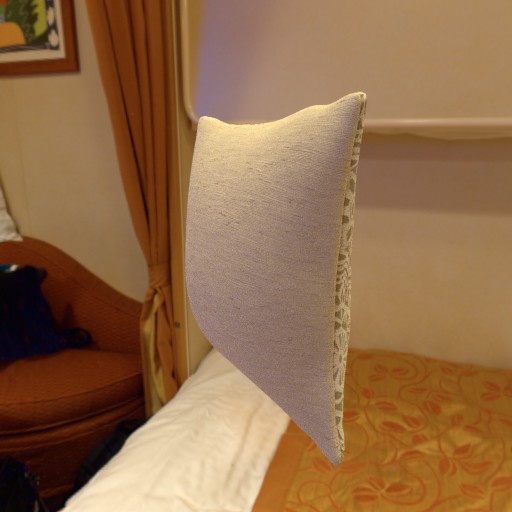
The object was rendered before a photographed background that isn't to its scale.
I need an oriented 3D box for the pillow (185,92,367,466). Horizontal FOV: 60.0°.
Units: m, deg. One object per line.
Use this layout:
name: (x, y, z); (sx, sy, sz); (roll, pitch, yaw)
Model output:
pillow: (0.000, 0.000, 0.657); (0.167, 0.421, 0.438); (-7, 16, -27)
